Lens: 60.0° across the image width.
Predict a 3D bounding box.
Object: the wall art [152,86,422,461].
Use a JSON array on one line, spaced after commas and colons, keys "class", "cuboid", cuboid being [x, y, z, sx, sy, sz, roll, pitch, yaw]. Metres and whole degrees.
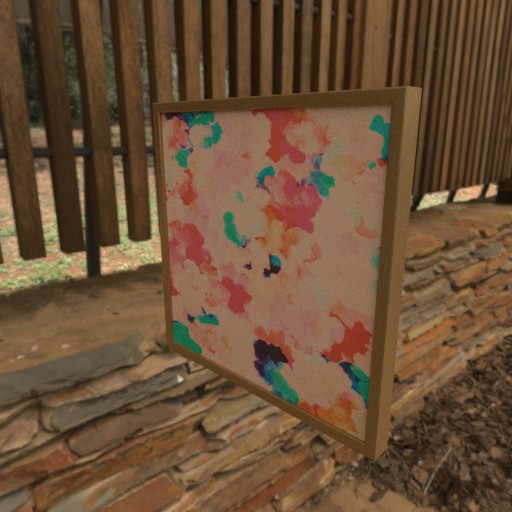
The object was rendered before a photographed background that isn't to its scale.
[{"class": "wall art", "cuboid": [0.000, 0.000, 0.753, 0.510, 0.509, 0.037, 15, 22, 42]}]
